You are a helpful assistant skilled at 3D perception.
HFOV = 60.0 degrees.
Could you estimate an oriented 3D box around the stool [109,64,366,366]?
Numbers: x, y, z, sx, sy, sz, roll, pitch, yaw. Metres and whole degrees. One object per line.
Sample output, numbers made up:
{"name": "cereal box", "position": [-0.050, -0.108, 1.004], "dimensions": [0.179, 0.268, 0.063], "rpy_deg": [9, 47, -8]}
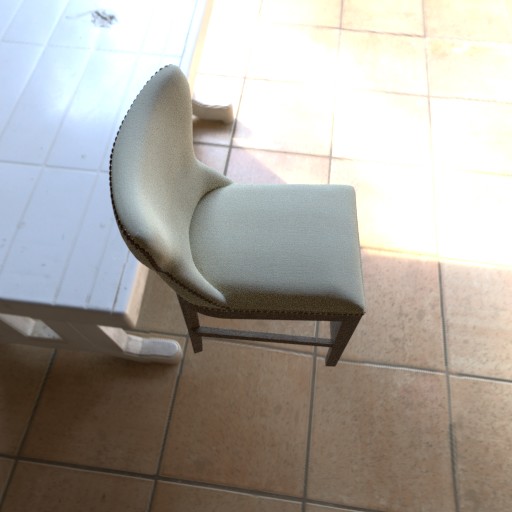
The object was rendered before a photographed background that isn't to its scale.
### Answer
{"name": "stool", "position": [0.000, 0.000, 1.330], "dimensions": [0.608, 0.981, 0.498], "rpy_deg": [2, 62, 1]}
